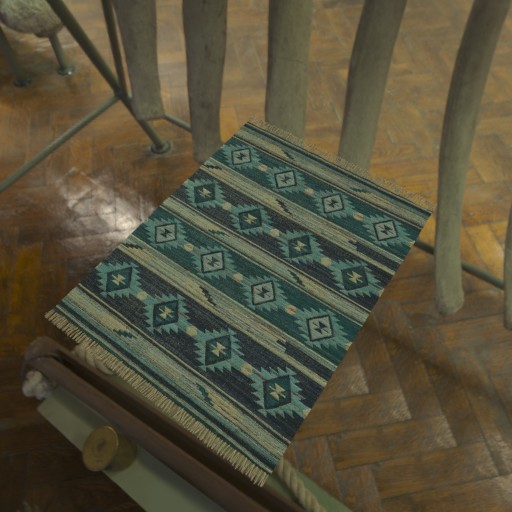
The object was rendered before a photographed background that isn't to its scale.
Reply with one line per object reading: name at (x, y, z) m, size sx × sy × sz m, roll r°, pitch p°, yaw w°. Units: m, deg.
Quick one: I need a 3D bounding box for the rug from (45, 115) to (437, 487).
rug at (0.000, 0.000, 4.362) m, size 2.418 × 0.047 × 3.307 m, roll 31°, pitch 63°, yaw 18°
